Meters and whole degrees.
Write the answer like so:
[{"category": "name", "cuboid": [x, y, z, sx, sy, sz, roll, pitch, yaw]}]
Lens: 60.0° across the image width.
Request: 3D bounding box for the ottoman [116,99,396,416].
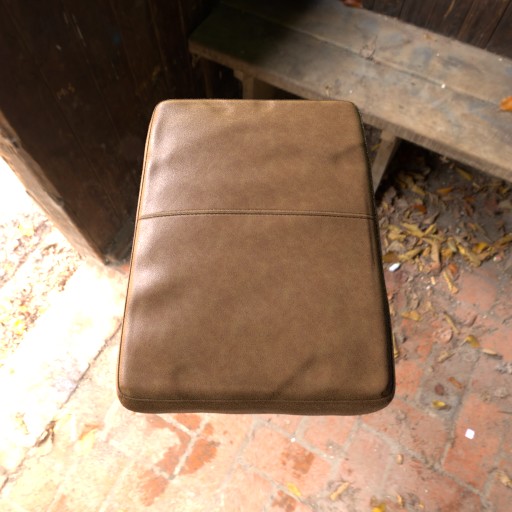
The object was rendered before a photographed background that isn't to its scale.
[{"category": "ottoman", "cuboid": [0.000, 0.000, 1.251, 0.630, 0.461, 0.869, 0, 65, 0]}]
